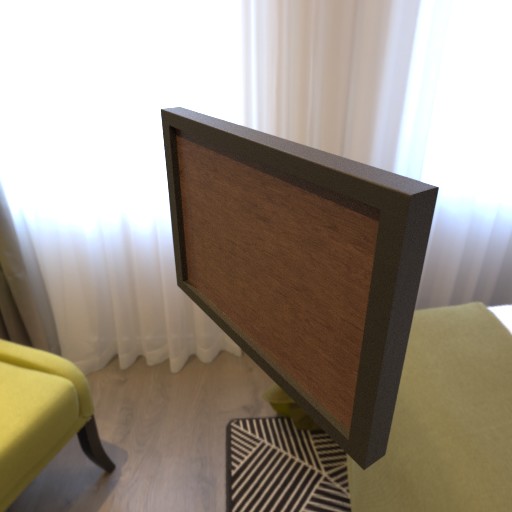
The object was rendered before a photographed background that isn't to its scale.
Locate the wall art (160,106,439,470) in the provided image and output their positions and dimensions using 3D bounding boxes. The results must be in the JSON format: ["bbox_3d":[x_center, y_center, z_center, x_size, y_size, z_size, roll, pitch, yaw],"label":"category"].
[{"bbox_3d":[0.000,0.000,0.847,0.051,0.456,0.671,-18,33,-30],"label":"wall art"}]
